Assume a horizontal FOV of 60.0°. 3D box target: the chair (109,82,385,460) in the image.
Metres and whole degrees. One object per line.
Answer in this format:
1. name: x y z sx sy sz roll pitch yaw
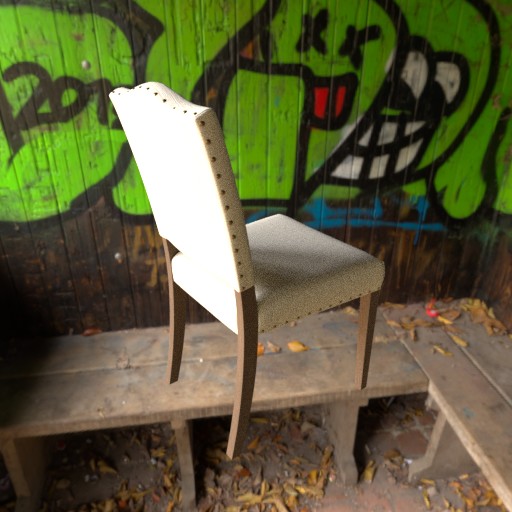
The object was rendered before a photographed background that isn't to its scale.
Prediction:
1. chair: 0.000 0.000 1.340 0.619 1.015 0.508 -19 33 -33
